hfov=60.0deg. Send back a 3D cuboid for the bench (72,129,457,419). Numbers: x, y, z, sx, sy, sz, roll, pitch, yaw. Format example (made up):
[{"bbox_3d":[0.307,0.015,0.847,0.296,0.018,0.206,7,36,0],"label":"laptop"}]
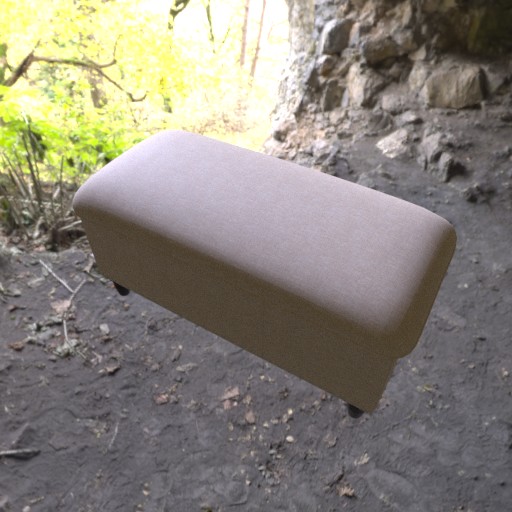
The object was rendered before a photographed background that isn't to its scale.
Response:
[{"bbox_3d":[0.000,0.000,1.307,0.991,0.483,0.483,23,49,21],"label":"bench"}]
